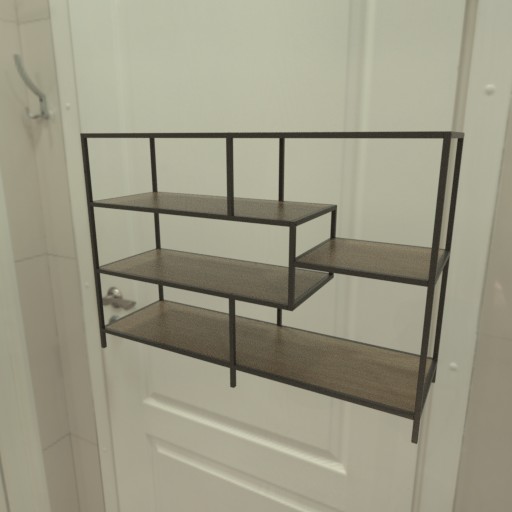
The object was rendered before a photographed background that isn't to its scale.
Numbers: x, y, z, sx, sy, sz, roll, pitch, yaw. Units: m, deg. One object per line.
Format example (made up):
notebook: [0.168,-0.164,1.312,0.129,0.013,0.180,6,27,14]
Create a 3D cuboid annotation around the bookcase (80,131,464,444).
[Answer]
bookcase: [0.000,0.000,1.457,1.140,0.780,0.350,8,17,28]
